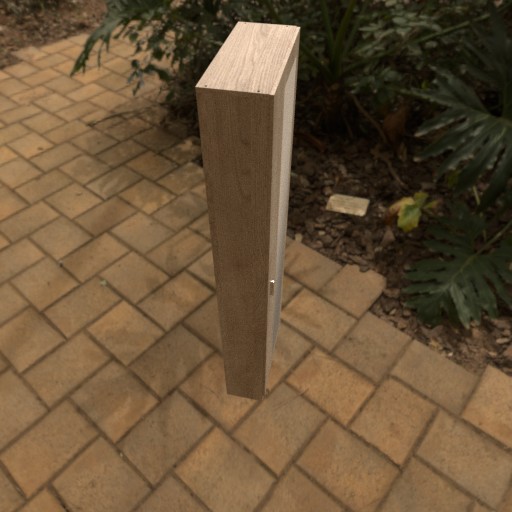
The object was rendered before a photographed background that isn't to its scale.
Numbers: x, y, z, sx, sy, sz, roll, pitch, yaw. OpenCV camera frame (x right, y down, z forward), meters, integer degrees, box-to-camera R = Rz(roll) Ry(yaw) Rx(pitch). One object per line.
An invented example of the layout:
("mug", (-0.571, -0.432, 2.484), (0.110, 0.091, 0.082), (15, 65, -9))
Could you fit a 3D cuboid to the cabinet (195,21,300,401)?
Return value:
("cabinet", (0.000, 0.000, 1.998), (0.230, 1.790, 0.500), (9, 47, 8))
